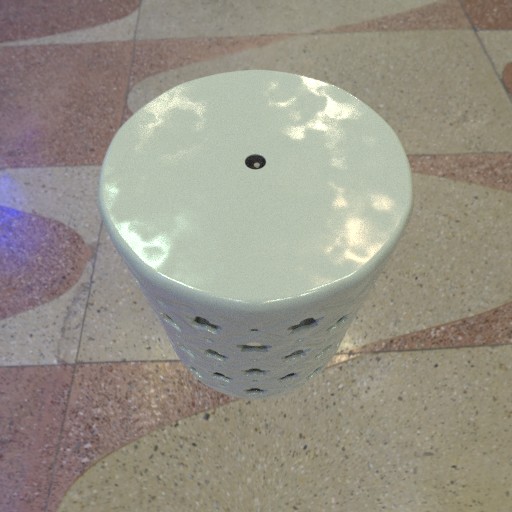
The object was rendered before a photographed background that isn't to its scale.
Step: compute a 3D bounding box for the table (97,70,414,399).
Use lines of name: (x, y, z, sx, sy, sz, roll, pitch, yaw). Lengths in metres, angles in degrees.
table: (0.000, 0.000, 0.651, 0.352, 0.387, 0.352, 0, 57, 0)
